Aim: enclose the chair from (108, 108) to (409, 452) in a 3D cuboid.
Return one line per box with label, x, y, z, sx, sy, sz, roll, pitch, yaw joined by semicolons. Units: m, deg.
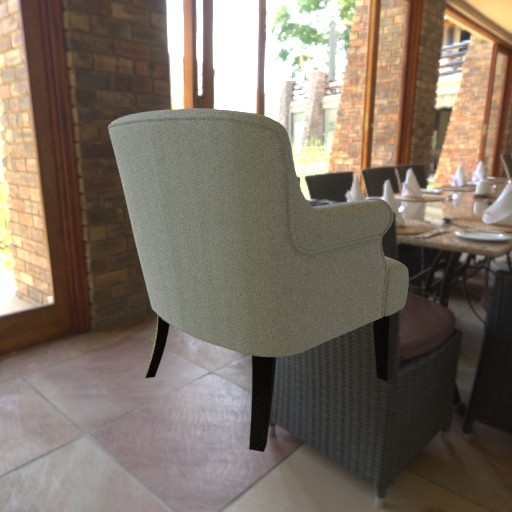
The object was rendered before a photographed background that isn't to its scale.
chair;0.000;0.000;1.453;0.750;0.875;0.781;-13;19;-43
